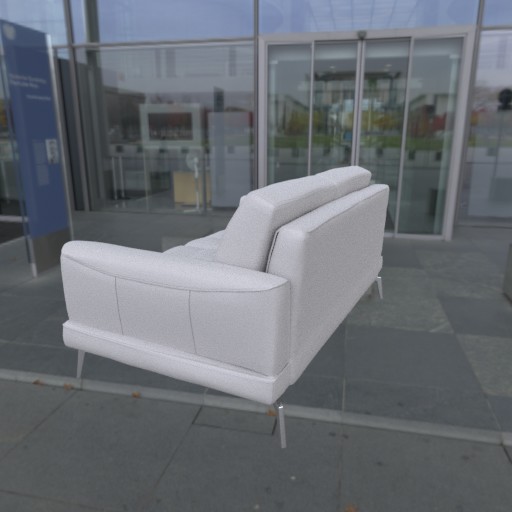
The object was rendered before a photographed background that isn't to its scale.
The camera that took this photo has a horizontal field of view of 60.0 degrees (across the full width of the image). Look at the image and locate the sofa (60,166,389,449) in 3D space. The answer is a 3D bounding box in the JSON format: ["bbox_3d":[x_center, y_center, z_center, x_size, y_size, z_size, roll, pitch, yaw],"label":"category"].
[{"bbox_3d":[0.000,0.000,2.468,1.121,0.930,1.819,8,18,26],"label":"sofa"}]
